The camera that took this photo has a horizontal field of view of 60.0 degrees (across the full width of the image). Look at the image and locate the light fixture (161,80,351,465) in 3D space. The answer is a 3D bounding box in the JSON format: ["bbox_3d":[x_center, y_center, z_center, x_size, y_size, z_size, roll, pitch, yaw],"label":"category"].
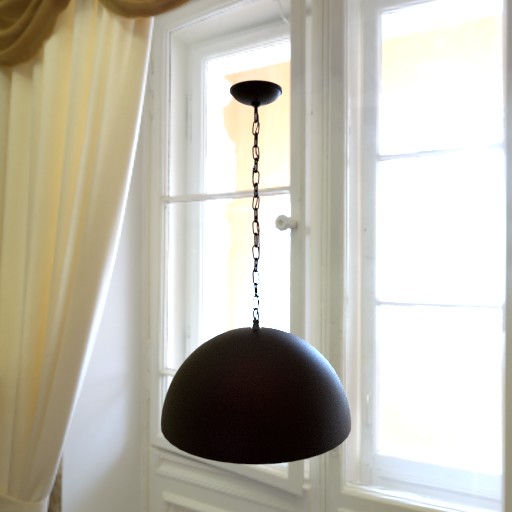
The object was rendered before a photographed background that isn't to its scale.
[{"bbox_3d":[0.000,0.000,1.166,0.492,0.869,0.492,0,0,-18],"label":"light fixture"}]
